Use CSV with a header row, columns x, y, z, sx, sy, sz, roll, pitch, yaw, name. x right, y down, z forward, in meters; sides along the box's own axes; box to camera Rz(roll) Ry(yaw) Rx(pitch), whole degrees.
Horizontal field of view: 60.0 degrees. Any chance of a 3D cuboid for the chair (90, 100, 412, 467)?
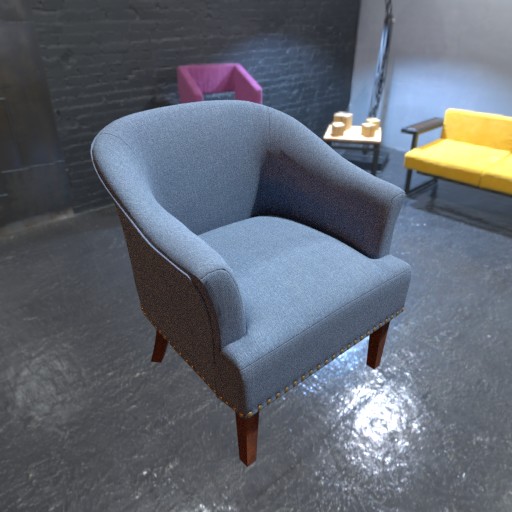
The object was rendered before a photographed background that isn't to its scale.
x,y,z,sx,sy,sz,roll,pitch,yaw,name
0.000,0.000,1.371,0.772,0.815,0.704,-23,37,-35,chair
